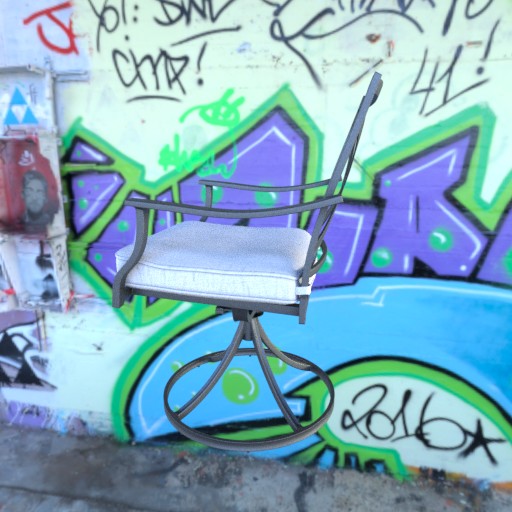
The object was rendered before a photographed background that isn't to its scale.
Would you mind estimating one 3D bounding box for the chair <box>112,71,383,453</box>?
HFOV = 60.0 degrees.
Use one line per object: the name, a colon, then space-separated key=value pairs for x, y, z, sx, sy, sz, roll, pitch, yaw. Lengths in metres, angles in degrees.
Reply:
chair: x=0.000 y=0.000 z=1.252 sx=0.620 sy=0.889 sz=0.575 roll=3 pitch=15 yaw=10
